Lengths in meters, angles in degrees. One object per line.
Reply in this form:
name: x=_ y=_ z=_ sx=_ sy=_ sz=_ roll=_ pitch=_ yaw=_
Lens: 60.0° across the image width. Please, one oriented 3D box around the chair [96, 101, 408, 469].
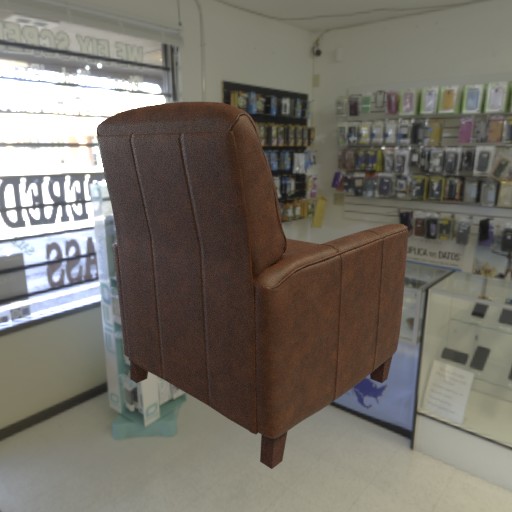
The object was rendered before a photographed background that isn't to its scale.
chair: x=0.000 y=0.000 z=1.623 sx=0.839 sy=1.010 sz=0.850 roll=12 pitch=18 yaw=41
